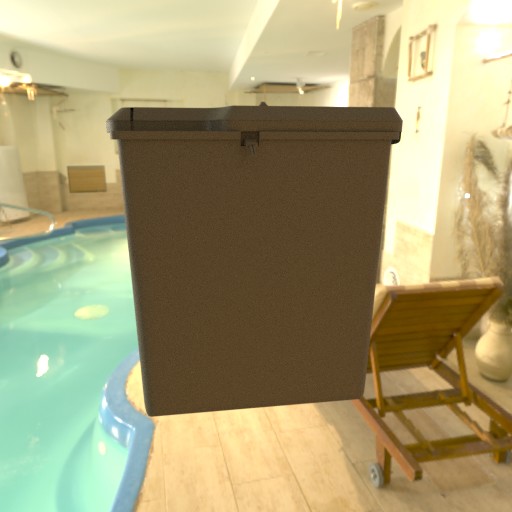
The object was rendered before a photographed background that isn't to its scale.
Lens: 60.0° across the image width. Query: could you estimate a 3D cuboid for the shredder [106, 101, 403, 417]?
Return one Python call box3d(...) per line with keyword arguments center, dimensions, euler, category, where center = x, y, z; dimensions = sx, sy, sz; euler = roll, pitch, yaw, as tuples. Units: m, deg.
box3d(center=(0.000, 0.000, 0.516), dimensions=(0.320, 0.335, 0.170), euler=(-2, 15, -8), category="shredder")
